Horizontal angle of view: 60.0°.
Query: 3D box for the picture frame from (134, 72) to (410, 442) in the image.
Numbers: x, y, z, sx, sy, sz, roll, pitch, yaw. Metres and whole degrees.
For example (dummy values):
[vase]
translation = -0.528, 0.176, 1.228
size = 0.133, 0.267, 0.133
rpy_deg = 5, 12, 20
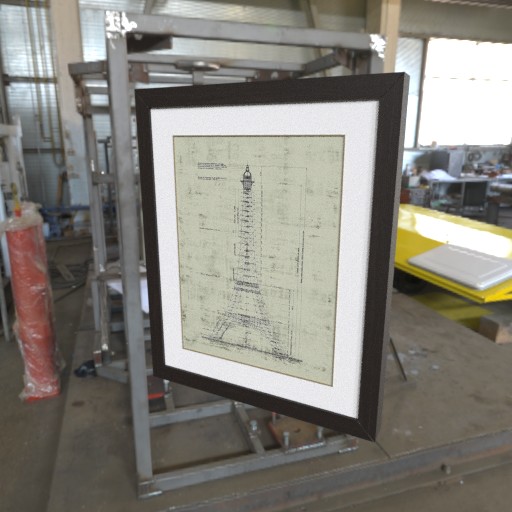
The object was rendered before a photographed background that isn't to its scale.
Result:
[picture frame]
translation = 0.000, 0.000, 0.760
size = 0.452, 0.555, 0.044
rpy_deg = 7, 17, 26
